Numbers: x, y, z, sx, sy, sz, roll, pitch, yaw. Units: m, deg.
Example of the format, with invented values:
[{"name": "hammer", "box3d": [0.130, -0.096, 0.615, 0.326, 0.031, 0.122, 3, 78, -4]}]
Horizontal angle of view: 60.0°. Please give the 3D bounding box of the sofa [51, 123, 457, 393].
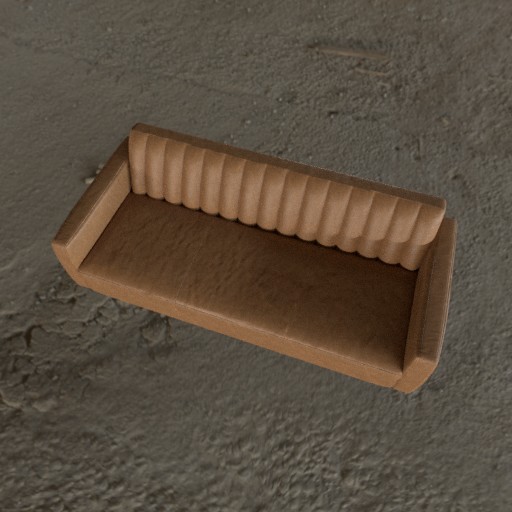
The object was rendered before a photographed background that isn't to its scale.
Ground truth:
[{"name": "sofa", "box3d": [0.000, 0.000, 2.807, 2.291, 0.821, 0.990, 16, 59, 10]}]
